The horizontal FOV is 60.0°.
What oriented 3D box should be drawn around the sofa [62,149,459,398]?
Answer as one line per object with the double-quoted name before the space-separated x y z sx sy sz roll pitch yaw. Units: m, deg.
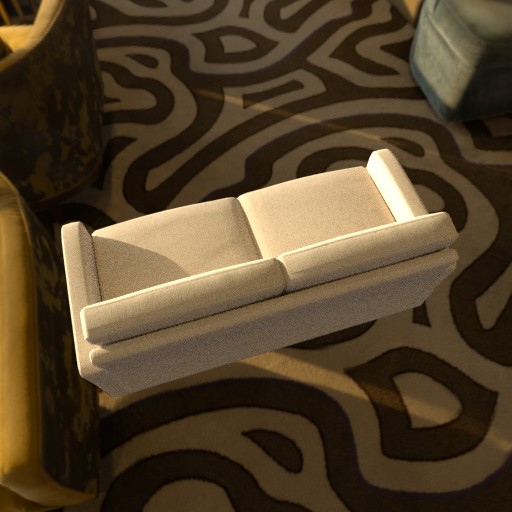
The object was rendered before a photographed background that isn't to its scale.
"sofa" 0.000 0.000 2.278 1.808 0.831 0.894 -15 60 -9
